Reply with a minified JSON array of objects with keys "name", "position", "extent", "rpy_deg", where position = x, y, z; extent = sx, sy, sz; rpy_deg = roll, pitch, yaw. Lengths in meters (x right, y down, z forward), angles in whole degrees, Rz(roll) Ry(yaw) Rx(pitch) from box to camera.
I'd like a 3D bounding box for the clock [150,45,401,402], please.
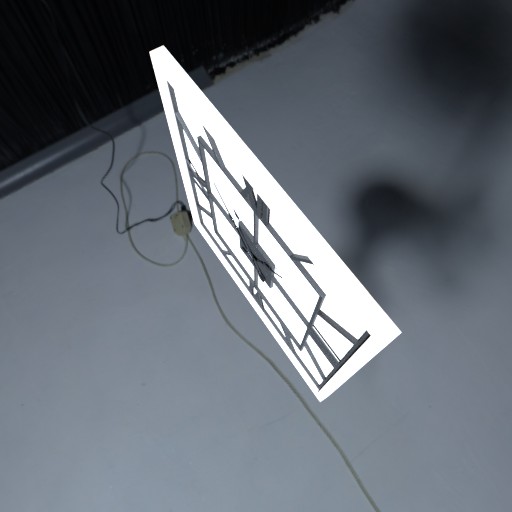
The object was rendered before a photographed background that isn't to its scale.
[{"name":"clock","position":[0.000,0.000,1.079],"extent":[0.032,0.705,0.705],"rpy_deg":[-32,69,-14]}]
